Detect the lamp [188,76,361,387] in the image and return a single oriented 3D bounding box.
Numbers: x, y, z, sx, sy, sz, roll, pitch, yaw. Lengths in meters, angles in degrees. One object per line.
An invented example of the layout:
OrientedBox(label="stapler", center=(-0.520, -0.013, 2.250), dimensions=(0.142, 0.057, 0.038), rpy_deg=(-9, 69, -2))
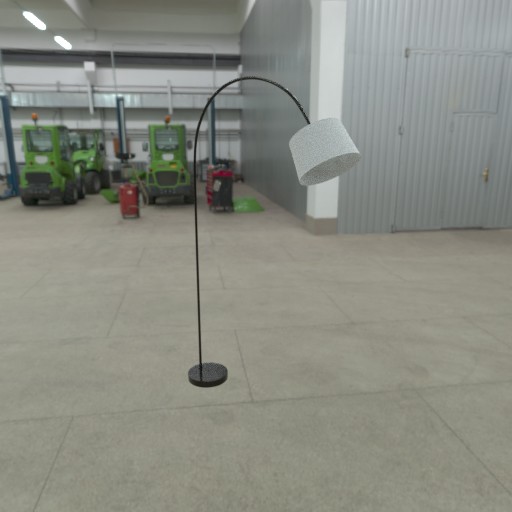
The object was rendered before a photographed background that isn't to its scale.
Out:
OrientedBox(label="lamp", center=(0.000, 0.000, 2.752), dimensions=(0.331, 2.104, 1.363), rpy_deg=(-13, 19, -42))
